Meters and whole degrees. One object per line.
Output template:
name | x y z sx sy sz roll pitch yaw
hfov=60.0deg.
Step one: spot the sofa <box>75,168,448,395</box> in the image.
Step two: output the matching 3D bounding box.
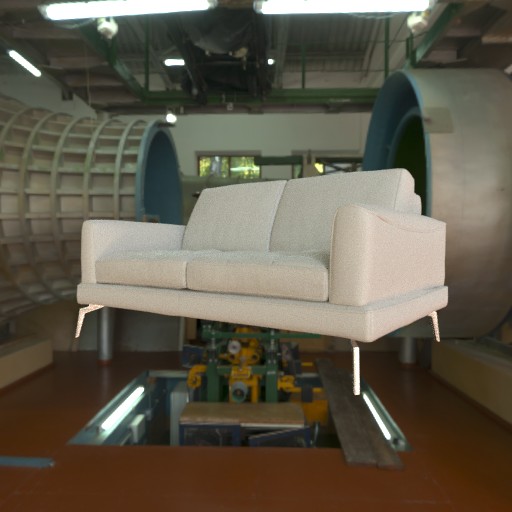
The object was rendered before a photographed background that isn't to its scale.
sofa | 0.000 0.000 2.454 1.819 0.930 1.121 1 1 36
